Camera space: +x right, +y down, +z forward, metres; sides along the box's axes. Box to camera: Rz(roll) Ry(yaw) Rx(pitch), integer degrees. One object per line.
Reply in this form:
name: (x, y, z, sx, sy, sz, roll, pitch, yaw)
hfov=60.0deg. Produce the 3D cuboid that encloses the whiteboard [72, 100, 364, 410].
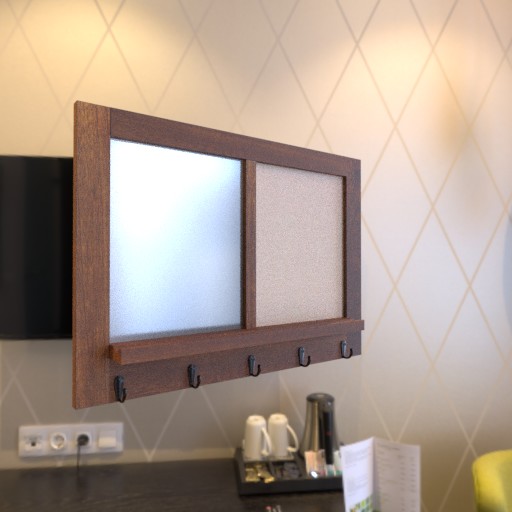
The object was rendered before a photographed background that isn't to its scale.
whiteboard: (0.000, 0.000, 1.019, 0.783, 0.559, 0.083, 1, -1, -37)
